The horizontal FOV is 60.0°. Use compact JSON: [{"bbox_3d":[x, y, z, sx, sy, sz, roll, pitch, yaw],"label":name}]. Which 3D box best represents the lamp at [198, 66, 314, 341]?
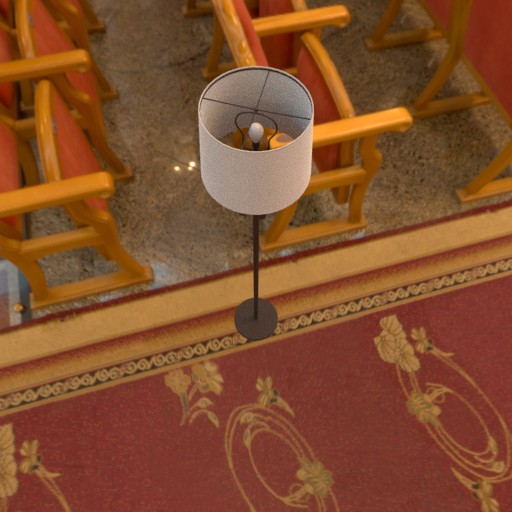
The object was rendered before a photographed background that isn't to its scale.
[{"bbox_3d":[0.000,0.000,1.621,0.286,1.462,0.286,-14,64,-7],"label":"lamp"}]
